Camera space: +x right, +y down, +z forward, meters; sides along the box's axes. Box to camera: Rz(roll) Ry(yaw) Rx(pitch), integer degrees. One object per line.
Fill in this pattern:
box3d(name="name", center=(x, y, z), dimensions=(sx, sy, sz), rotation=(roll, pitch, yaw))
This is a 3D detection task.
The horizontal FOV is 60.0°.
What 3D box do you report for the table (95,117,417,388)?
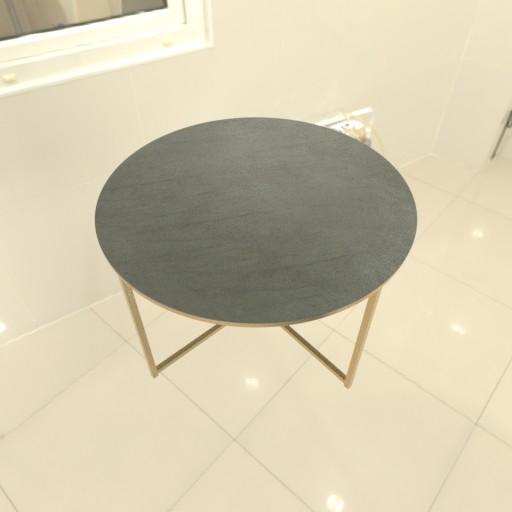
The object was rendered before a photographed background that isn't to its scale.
box3d(name="table", center=(0.000, 0.000, 1.295), dimensions=(0.800, 0.450, 0.800), rotation=(0, 45, 0))
